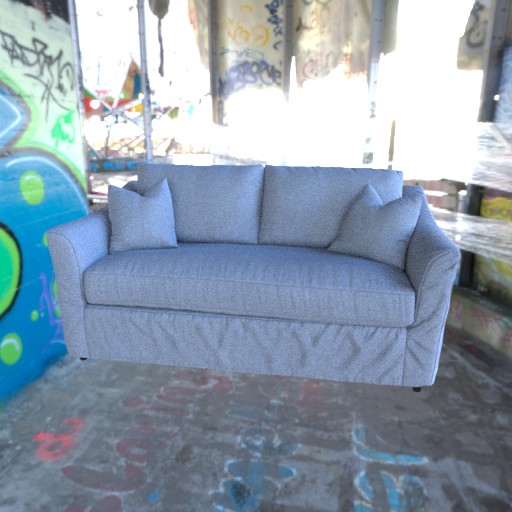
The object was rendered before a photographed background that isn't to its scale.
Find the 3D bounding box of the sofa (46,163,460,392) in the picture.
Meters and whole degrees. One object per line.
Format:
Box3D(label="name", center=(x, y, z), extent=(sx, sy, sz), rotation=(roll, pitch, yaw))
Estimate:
Box3D(label="sofa", center=(0.000, 0.000, 2.611), extent=(2.010, 1.018, 1.072), rotation=(3, 16, 10))
